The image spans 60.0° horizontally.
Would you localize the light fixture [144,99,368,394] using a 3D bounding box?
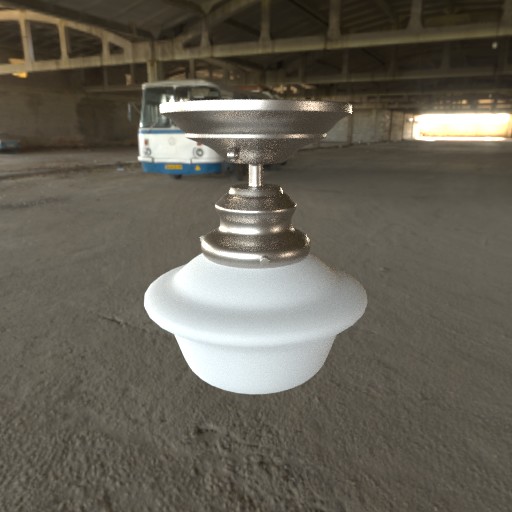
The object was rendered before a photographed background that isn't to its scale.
[{"bbox_3d":[0.000,0.000,0.393,0.199,0.254,0.199,0,16,0],"label":"light fixture"}]
